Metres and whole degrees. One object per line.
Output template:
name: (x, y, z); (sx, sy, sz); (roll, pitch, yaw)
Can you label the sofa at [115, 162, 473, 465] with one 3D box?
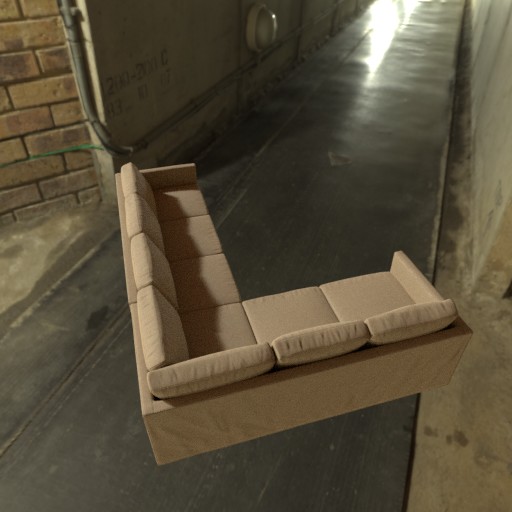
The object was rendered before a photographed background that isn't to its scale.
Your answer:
sofa: (0.000, 0.000, 4.325); (2.432, 0.871, 3.182); (-11, 41, -13)
